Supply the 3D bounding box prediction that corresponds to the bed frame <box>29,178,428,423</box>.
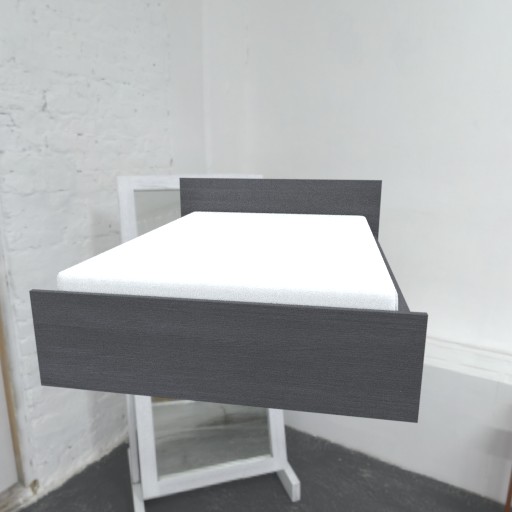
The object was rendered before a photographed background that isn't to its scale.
[{"bbox_3d":[0.000,0.000,2.704,1.622,0.800,1.960,2,14,10],"label":"bed frame"}]
